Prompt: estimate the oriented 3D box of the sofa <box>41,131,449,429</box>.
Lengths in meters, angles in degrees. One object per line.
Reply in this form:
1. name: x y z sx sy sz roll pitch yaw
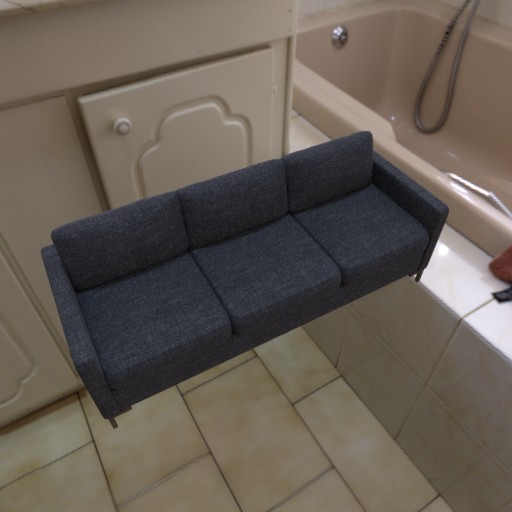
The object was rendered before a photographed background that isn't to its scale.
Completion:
1. sofa: 0.000 0.000 2.670 2.218 0.874 0.859 -22 50 -20
